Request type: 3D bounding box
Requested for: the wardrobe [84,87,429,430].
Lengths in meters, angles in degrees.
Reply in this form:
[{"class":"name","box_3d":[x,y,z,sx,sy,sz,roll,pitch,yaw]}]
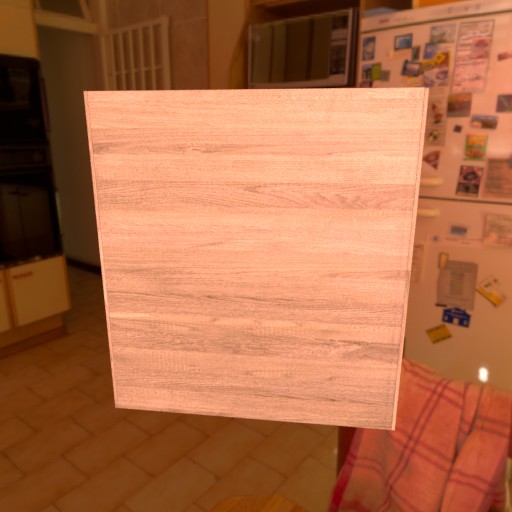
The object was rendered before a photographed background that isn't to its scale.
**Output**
[{"class":"wardrobe","box_3d":[0.000,0.000,2.830,1.780,1.960,0.629,2,16,7]}]
